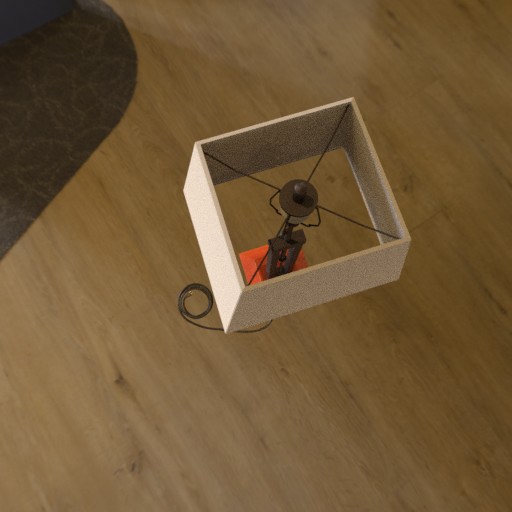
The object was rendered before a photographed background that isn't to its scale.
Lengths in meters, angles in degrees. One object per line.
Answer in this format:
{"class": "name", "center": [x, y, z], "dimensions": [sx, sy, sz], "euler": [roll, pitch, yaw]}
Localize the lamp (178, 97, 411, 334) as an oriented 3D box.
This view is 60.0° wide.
{"class": "lamp", "center": [0.000, 0.000, 1.005], "dimensions": [0.498, 0.737, 0.310], "euler": [-17, 78, -4]}
